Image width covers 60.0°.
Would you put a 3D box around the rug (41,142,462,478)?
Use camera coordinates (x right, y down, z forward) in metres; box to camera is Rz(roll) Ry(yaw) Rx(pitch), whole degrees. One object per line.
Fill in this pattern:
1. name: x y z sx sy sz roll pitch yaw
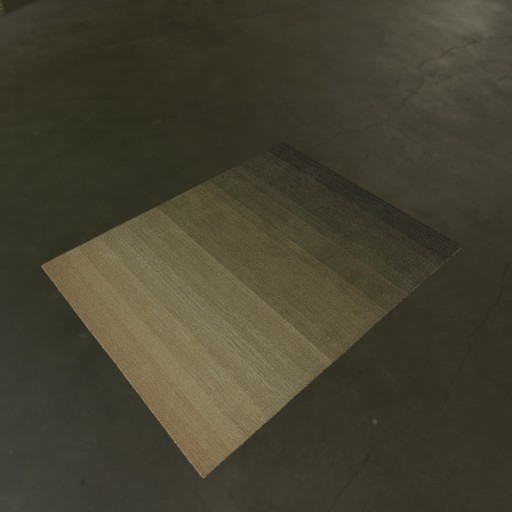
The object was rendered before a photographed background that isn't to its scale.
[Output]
1. rug: 0.000 0.000 3.915 2.932 0.015 2.315 -33 55 -27
